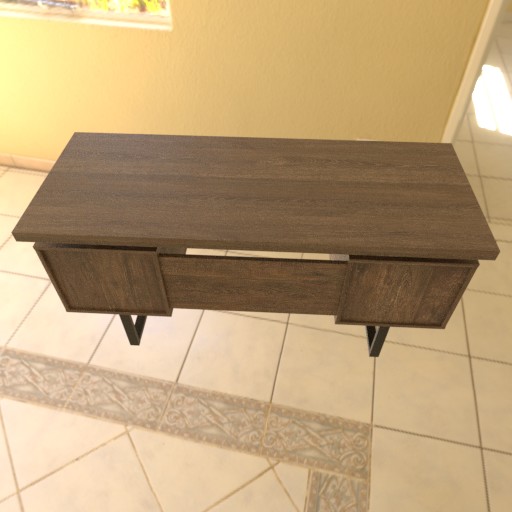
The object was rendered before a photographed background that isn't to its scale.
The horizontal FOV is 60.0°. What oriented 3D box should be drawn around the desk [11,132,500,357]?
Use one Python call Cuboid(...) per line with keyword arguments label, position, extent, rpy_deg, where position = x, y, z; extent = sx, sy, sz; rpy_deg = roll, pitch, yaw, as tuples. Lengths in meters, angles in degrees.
Cuboid(label="desk", position=(0.000, 0.000, 1.860), extent=(1.524, 0.760, 0.600), rpy_deg=(2, 47, 2))
